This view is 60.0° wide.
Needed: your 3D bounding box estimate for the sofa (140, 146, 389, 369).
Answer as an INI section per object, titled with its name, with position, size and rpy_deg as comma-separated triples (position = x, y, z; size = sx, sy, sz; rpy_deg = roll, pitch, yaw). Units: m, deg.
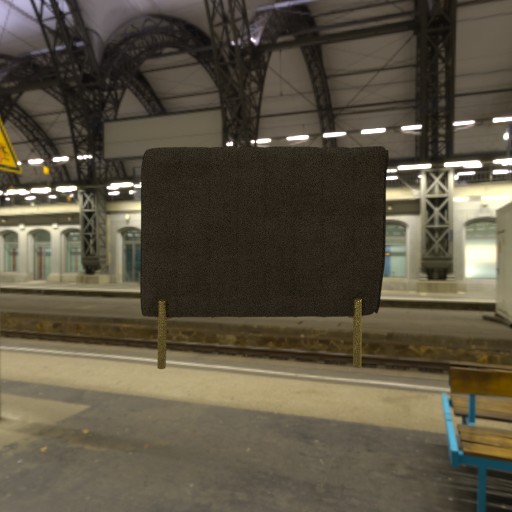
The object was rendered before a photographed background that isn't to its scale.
[sofa]
position = 0.000, 0.000, 2.486
size = 0.876, 0.780, 1.980
rpy_deg = 0, 0, -2
